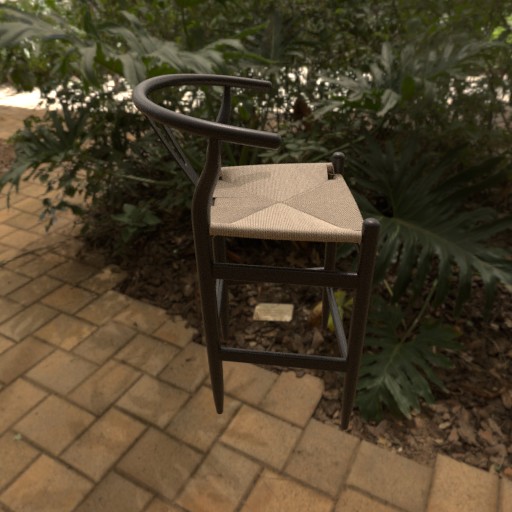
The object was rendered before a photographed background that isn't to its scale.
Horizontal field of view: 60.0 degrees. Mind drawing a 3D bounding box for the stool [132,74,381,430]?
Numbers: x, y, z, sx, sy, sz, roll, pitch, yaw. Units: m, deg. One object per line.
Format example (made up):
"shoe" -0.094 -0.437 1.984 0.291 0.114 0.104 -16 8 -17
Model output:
"stool" 0.000 0.000 1.316 0.579 0.970 0.569 0 32 0
